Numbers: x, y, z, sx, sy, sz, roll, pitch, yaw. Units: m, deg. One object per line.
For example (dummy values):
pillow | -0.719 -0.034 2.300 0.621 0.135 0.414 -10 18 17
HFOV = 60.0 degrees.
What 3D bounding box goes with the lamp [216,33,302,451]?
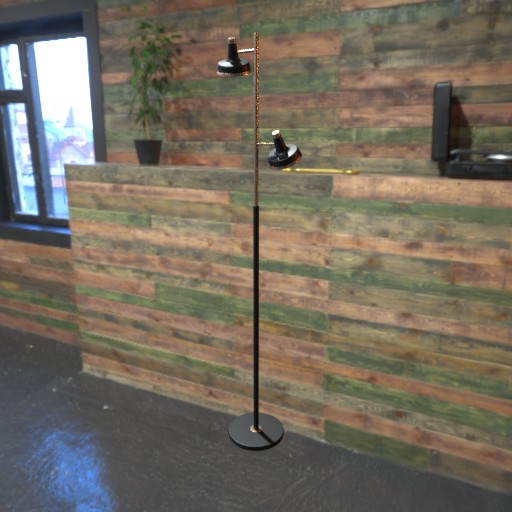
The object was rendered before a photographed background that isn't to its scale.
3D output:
lamp | 0.000 0.000 1.824 0.351 1.674 0.253 7 16 26
